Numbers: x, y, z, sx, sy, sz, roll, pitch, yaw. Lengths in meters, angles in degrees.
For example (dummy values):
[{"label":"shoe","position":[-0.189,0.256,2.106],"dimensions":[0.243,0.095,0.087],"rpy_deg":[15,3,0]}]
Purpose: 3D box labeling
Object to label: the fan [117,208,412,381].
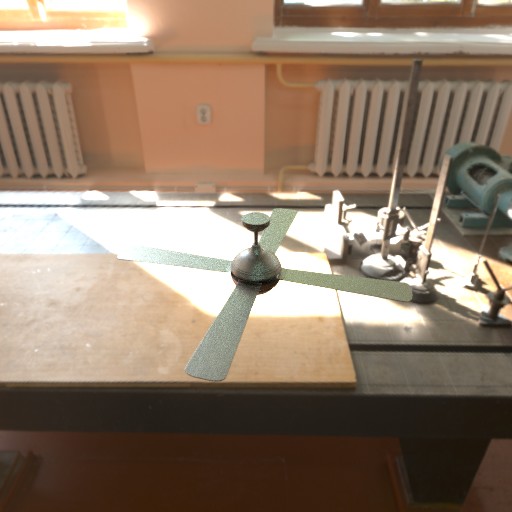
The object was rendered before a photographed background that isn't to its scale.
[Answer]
[{"label":"fan","position":[0.000,0.000,2.012],"dimensions":[1.321,0.381,1.321],"rpy_deg":[20,36,30]}]
